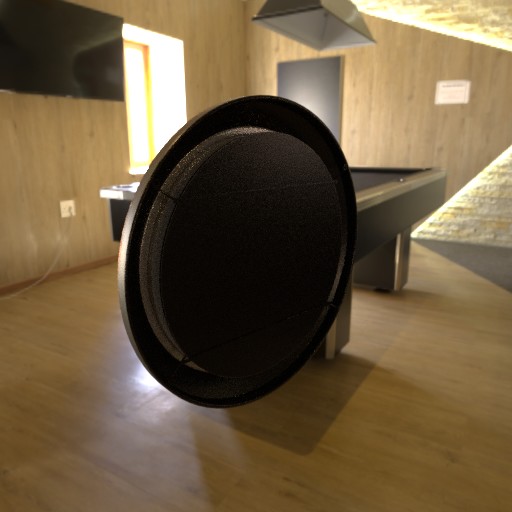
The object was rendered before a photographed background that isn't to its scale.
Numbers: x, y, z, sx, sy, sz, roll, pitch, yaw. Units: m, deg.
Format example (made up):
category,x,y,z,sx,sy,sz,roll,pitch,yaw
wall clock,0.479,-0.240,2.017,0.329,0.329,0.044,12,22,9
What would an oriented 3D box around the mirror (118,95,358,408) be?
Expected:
category,x,y,z,sx,sy,sz,roll,pitch,yaw
mirror,0.000,0.000,1.335,0.907,0.907,0.111,-14,21,-41
